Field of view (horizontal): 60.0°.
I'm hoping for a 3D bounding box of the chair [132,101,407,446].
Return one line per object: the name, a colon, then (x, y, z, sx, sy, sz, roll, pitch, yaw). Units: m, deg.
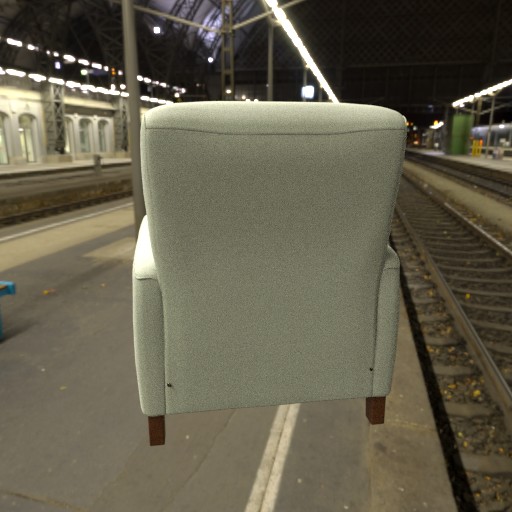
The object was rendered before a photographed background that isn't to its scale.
chair: (0.000, 0.000, 1.609, 0.853, 1.007, 0.846, -2, 15, -8)
